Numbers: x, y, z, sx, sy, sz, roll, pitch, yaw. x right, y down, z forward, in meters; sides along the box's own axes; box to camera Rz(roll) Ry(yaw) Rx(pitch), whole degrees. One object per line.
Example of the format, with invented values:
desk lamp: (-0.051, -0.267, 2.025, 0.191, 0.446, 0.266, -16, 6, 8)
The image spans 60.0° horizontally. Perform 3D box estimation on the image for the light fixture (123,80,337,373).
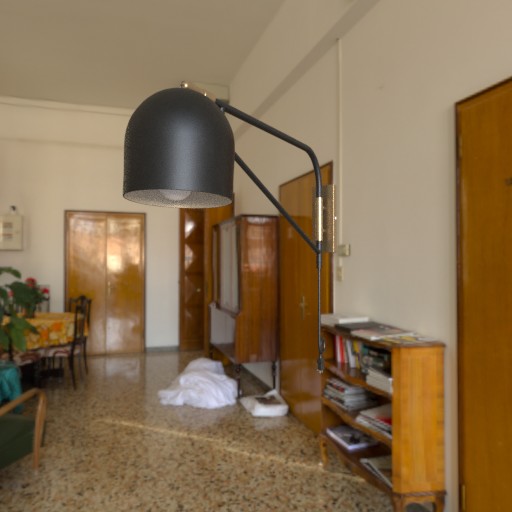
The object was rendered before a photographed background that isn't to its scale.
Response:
light fixture: (0.000, 0.000, 1.074, 0.215, 0.696, 0.720, -1, -1, 37)
